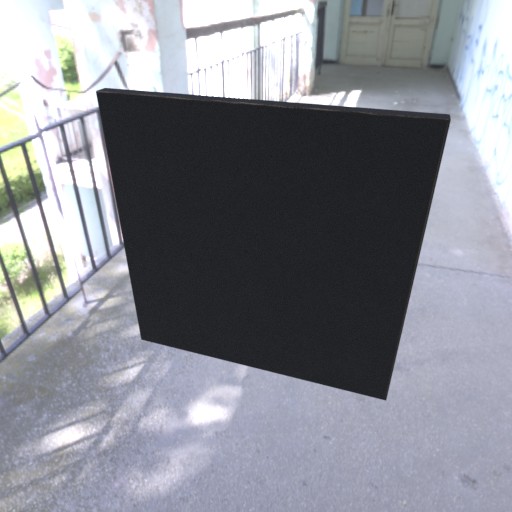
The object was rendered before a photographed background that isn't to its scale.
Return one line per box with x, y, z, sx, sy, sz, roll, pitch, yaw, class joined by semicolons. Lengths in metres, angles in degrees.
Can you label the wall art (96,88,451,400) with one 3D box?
0.000;0.000;0.450;0.304;0.303;0.015;10;33;16;wall art
